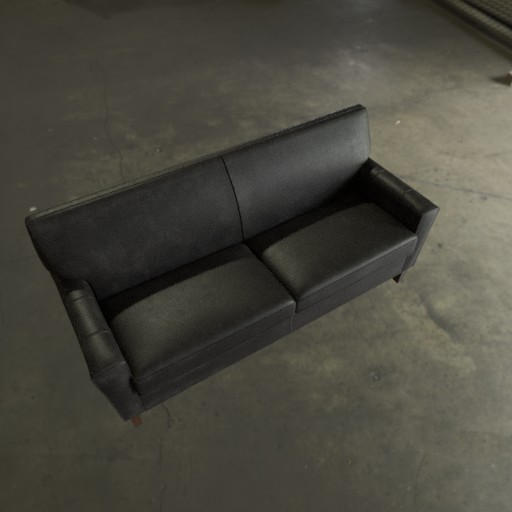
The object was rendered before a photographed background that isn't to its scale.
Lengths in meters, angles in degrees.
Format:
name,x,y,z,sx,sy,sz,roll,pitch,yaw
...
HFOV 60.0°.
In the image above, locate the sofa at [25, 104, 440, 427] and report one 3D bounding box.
name,x,y,z,sx,sy,sz,roll,pitch,yaw
sofa,0.000,0.000,2.513,2.053,0.947,0.805,-24,52,-21
